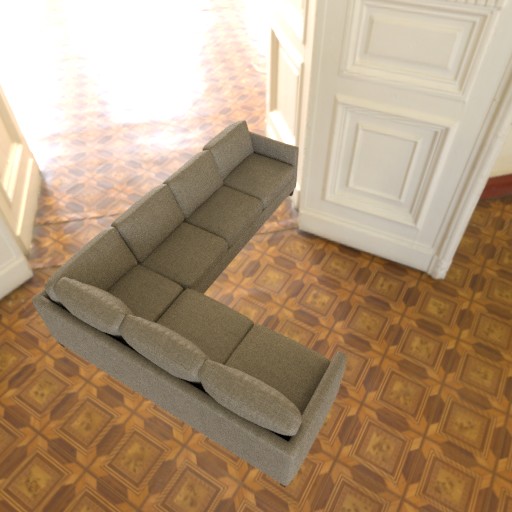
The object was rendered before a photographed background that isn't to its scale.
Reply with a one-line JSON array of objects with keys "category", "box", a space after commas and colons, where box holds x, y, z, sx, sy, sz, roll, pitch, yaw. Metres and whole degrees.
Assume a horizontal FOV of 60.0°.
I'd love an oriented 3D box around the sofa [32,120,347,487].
[{"category": "sofa", "box": [0.000, 0.000, 4.469, 2.593, 0.947, 3.302, 24, 51, 21]}]
